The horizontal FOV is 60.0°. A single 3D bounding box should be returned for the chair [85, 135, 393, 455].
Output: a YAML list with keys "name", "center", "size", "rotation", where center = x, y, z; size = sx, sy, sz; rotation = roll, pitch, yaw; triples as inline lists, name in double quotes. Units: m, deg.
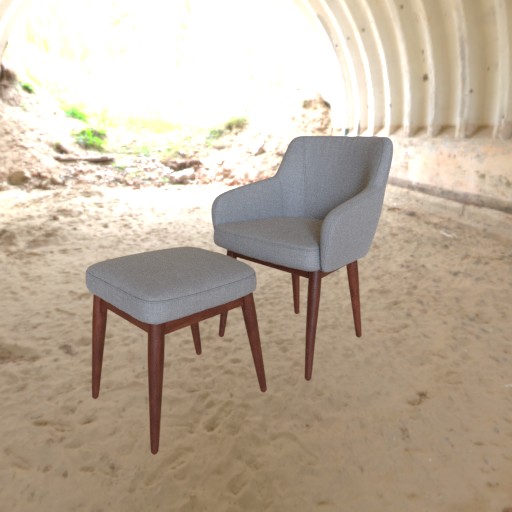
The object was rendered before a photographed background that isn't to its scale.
- name: "chair"
  center: [0.000, 0.000, 1.547]
  size: [1.107, 0.799, 0.584]
  rotation: [-15, 22, -42]
